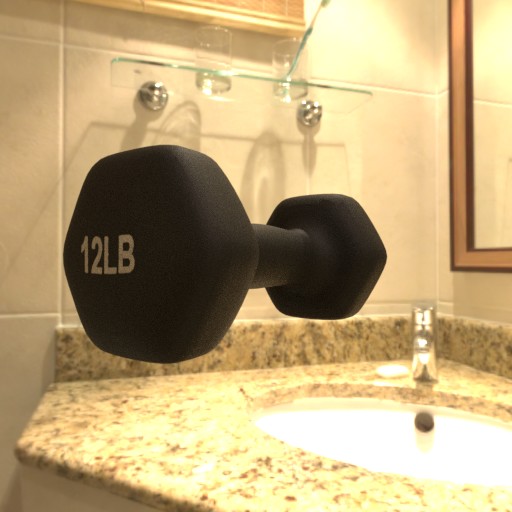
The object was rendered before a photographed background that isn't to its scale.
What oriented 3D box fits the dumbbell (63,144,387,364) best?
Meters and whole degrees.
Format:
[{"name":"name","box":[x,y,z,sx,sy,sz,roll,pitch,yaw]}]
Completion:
[{"name":"dumbbell","box":[0.000,0.000,0.292,0.112,0.101,0.231,0,-1,36]}]
